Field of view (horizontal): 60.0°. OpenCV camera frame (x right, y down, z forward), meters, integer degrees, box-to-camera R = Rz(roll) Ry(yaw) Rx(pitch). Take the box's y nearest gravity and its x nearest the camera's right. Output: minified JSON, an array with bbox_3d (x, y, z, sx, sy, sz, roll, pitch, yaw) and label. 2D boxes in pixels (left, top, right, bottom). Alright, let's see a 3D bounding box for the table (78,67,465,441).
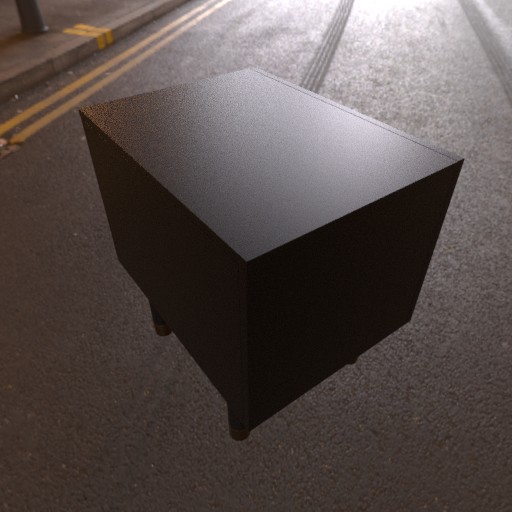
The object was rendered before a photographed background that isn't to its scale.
[{"bbox_3d":[0.000,0.000,0.972,0.441,0.584,0.564,-25,46,-27],"label":"table"}]
